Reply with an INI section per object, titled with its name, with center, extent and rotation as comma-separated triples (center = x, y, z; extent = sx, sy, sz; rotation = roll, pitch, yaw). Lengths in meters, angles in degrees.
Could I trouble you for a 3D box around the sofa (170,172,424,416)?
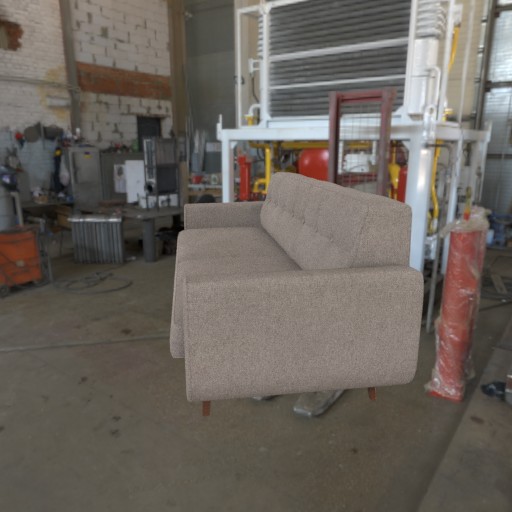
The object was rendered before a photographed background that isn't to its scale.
[sofa]
center = 0.000, 0.000, 2.504
extent = 0.909, 0.841, 2.029
rotation = -2, 14, -9
